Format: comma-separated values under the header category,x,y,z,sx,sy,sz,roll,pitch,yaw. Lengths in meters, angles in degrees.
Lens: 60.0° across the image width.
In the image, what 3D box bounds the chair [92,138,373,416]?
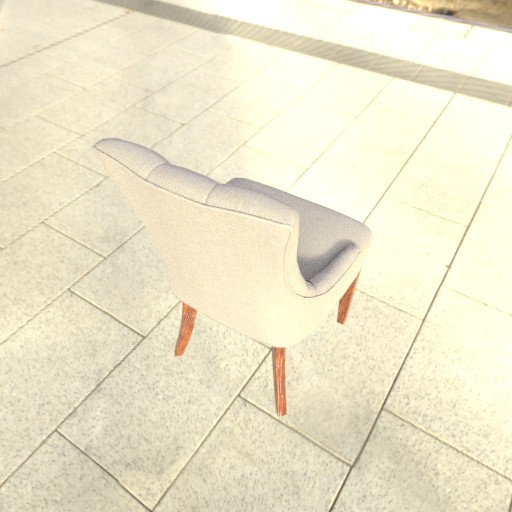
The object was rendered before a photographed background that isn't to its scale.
category,x,y,z,sx,sy,sz,roll,pitch,yaw
chair,0.000,0.000,1.233,0.509,0.874,0.565,24,52,20
